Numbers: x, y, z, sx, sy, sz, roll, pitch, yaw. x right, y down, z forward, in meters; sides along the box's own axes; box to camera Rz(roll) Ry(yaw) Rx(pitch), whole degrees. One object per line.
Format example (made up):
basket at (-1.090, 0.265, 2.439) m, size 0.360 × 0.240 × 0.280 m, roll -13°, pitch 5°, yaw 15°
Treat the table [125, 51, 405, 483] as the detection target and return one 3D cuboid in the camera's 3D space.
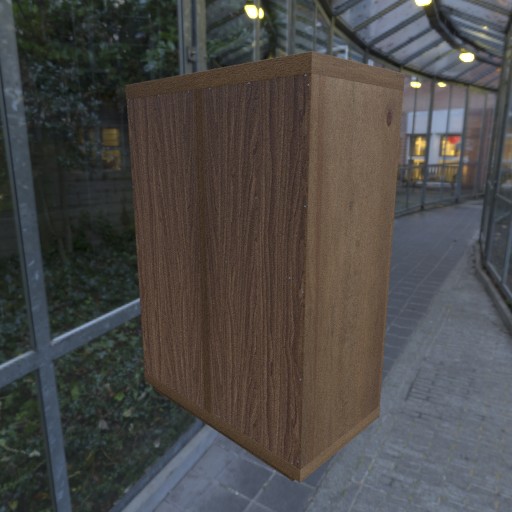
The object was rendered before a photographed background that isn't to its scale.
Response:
table at (0.000, 0.000, 1.742) m, size 0.901 × 1.294 × 0.524 m, roll 13°, pitch 19°, yaw 43°
